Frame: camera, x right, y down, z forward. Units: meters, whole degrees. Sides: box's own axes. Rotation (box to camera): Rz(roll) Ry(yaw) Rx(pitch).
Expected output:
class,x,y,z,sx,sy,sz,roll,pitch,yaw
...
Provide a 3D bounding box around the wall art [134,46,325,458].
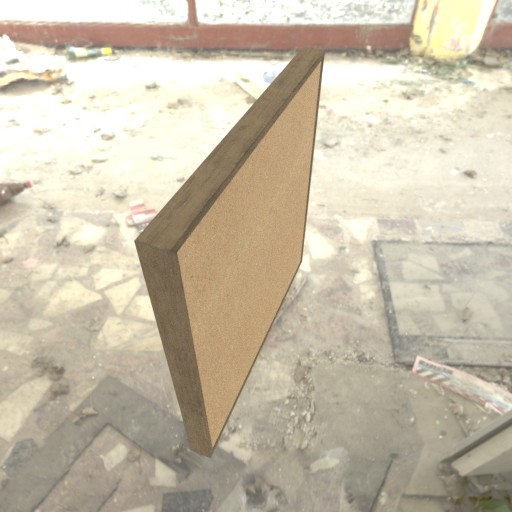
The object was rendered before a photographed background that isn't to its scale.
class,x,y,z,sx,sy,sz,roll,pitch,yaw
wall art,0.000,0.000,0.755,0.038,0.508,0.508,16,48,15
